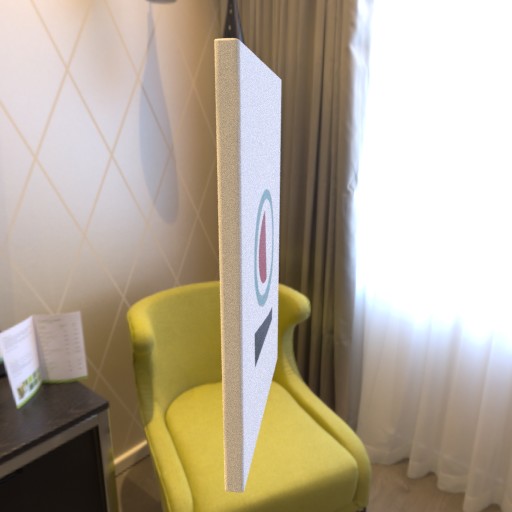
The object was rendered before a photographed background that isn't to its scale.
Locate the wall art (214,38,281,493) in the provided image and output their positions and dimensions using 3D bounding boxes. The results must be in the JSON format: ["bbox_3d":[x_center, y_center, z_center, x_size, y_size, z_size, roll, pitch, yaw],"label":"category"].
[{"bbox_3d":[0.000,0.000,1.126,0.048,0.902,0.602,3,16,9],"label":"wall art"}]
